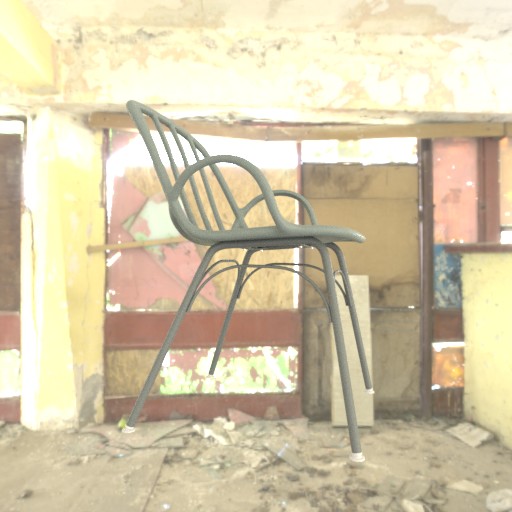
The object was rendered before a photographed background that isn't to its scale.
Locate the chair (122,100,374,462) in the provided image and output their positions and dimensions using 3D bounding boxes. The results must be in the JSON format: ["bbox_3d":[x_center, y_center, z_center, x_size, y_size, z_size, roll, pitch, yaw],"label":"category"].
[{"bbox_3d":[0.000,0.000,1.194,0.597,0.816,0.549,0,0,17],"label":"chair"}]
